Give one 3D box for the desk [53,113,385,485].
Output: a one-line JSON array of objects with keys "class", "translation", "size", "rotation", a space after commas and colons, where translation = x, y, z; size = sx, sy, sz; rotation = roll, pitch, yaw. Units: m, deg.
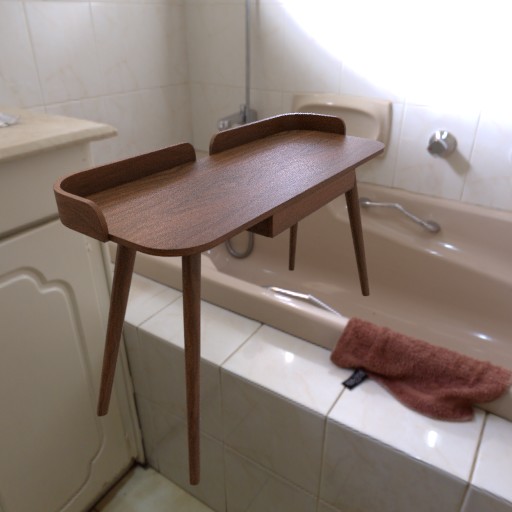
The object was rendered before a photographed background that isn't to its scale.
[{"class": "desk", "translation": [0.000, 0.000, 1.628], "size": [0.486, 0.800, 1.256], "rotation": [19, 33, 31]}]
